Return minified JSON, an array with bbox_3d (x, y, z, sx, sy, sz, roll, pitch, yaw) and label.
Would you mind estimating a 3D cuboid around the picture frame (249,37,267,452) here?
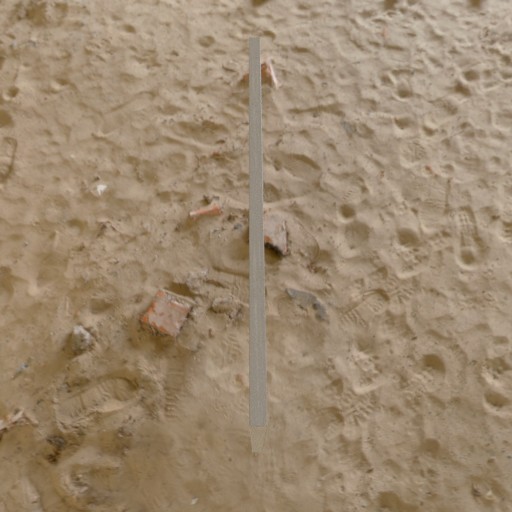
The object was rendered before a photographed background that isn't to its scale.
[{"bbox_3d":[0.000,0.000,1.219,0.029,0.640,0.950,0,63,0],"label":"picture frame"}]
